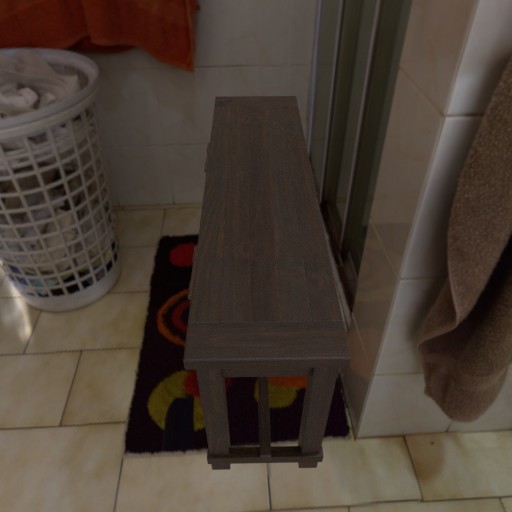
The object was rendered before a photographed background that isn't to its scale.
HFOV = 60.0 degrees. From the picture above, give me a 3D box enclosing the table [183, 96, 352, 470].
[{"bbox_3d":[0.000,0.000,1.929,0.442,0.762,1.599,-1,42,-1],"label":"table"}]
